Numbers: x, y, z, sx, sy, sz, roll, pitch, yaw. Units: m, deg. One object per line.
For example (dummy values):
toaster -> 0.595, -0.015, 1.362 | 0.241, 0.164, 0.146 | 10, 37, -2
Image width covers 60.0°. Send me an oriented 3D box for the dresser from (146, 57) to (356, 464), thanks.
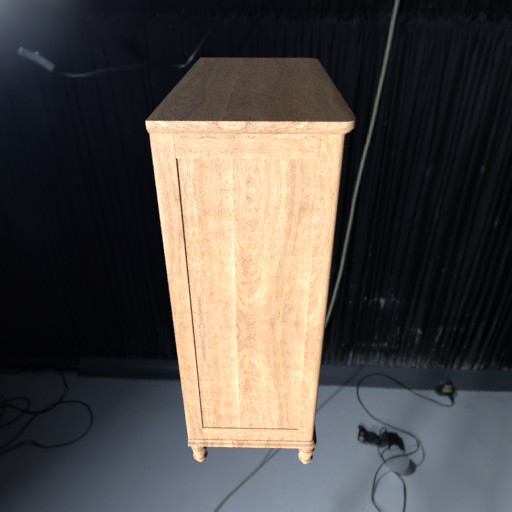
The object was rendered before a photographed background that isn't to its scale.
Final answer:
dresser -> 0.000, 0.000, 1.761 | 0.484, 1.318, 0.973 | 1, 32, 1
